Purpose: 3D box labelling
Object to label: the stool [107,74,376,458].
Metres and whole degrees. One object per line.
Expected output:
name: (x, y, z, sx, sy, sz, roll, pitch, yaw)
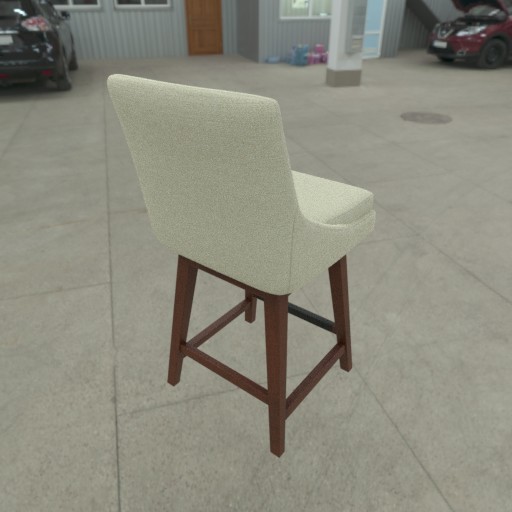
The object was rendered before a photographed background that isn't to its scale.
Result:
stool: (0.000, 0.000, 1.261, 0.469, 0.991, 0.559, 22, 37, 32)
